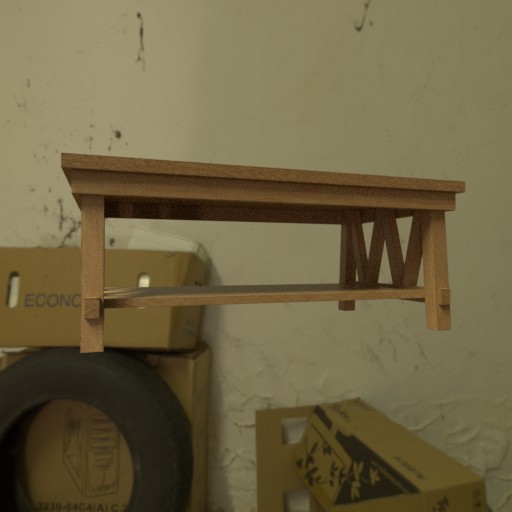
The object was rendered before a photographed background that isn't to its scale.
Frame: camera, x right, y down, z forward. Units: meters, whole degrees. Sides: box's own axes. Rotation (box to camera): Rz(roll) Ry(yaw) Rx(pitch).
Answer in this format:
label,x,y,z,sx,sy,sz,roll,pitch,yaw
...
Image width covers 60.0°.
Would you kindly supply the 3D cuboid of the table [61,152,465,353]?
label,x,y,z,sx,sy,sz,roll,pitch,yaw
table,0.000,0.000,1.646,1.270,0.507,0.711,0,-1,-19
